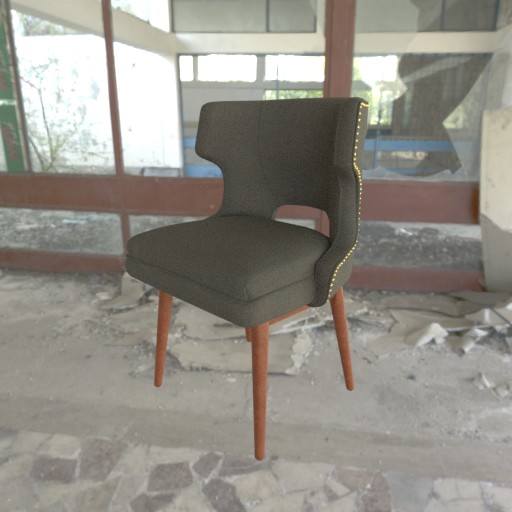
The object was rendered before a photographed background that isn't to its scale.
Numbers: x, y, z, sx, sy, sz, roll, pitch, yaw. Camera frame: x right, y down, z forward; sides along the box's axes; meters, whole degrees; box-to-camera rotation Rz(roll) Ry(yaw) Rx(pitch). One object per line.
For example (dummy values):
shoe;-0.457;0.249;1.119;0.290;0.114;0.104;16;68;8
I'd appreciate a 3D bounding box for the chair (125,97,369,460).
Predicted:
chair;0.000;0.000;1.264;0.595;0.863;0.581;16;24;42
